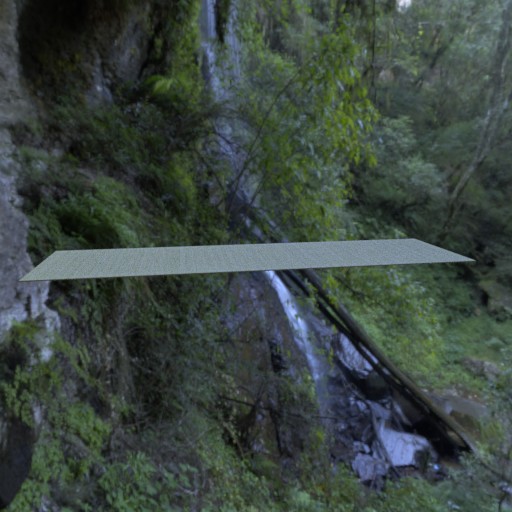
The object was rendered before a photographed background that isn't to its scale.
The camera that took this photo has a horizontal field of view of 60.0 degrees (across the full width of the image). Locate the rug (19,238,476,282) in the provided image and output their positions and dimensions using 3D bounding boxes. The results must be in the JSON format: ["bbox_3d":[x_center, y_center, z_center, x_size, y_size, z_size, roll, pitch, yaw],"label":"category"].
[{"bbox_3d":[0.000,0.000,2.664,2.437,0.006,0.686,-2,13,-10],"label":"rug"}]
